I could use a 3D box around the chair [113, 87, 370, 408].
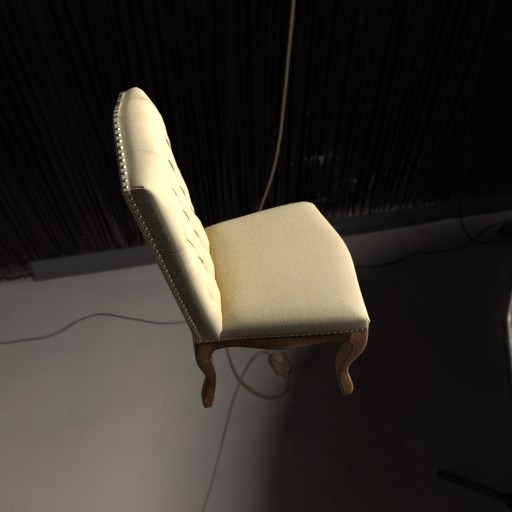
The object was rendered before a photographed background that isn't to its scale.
[{"bbox_3d":[0.000,0.000,1.545,0.715,1.165,0.623,-9,48,-9],"label":"chair"}]
